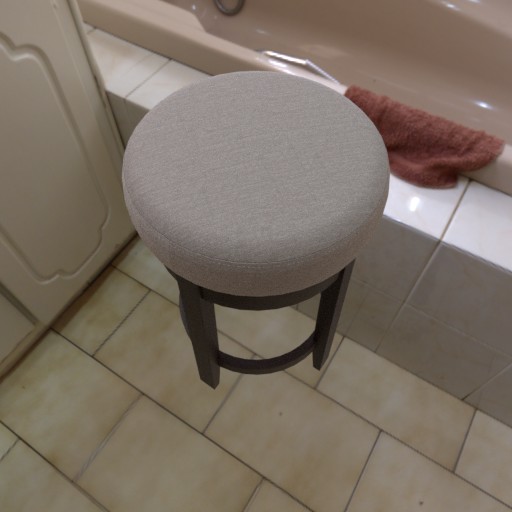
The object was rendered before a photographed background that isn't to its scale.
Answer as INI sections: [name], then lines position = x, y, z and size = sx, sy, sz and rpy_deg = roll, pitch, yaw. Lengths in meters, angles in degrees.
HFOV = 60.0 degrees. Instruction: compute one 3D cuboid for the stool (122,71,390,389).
[stool]
position = 0.000, 0.000, 0.972
size = 0.443, 0.672, 0.443
rpy_deg = 0, 57, 0
